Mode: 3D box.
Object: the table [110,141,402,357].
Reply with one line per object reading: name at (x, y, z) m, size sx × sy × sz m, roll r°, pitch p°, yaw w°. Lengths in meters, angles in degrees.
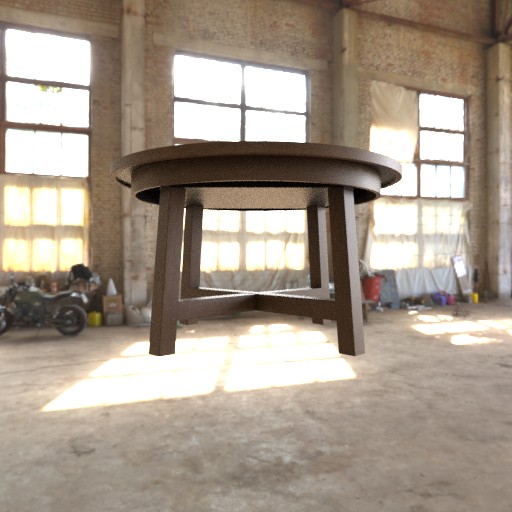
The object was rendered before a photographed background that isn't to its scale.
table at (0.000, 0.000, 2.110) m, size 1.319 × 0.762 × 1.319 m, roll 0°, pitch 0°, yaw 0°
